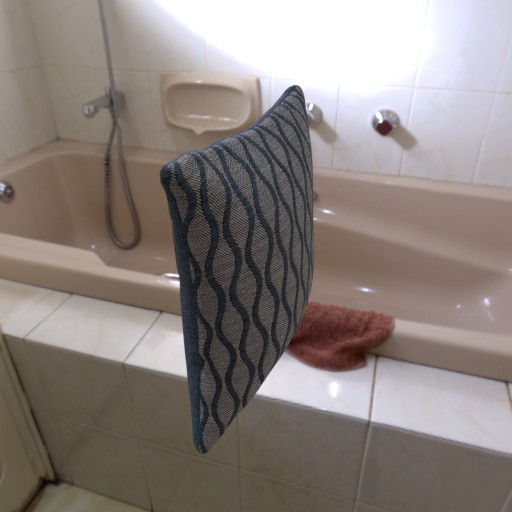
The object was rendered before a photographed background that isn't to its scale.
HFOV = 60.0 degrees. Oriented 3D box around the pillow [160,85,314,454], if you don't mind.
[{"bbox_3d":[0.000,0.000,0.685,0.159,0.435,0.435,10,32,17],"label":"pillow"}]
